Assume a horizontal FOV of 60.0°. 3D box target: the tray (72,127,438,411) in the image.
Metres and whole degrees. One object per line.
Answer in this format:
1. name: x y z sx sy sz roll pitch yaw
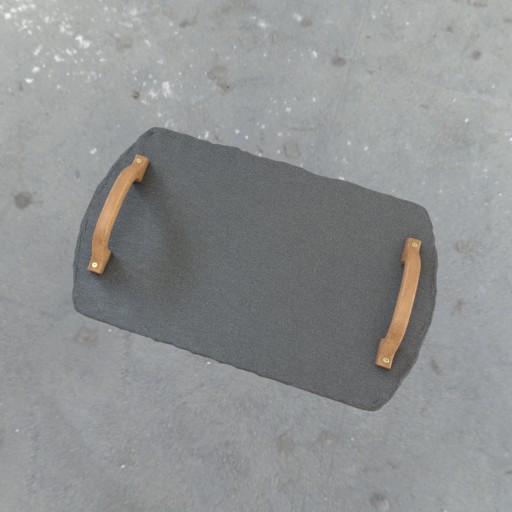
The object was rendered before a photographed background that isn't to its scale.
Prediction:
1. tray: 0.000 0.000 0.467 0.387 0.062 0.231 18 76 4
